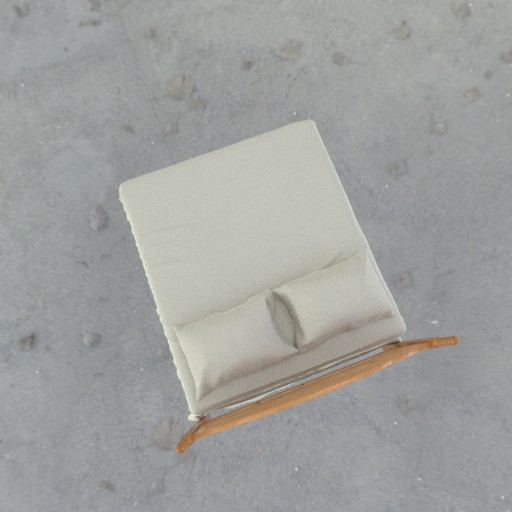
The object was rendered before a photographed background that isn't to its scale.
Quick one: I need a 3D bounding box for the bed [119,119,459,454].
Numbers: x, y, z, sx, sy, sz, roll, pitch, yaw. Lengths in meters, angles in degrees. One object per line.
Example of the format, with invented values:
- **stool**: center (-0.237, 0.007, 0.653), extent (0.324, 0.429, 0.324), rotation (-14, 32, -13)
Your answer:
- **bed**: center (0.000, 0.000, 3.244), extent (1.873, 1.356, 2.040), rotation (-20, 77, -5)
